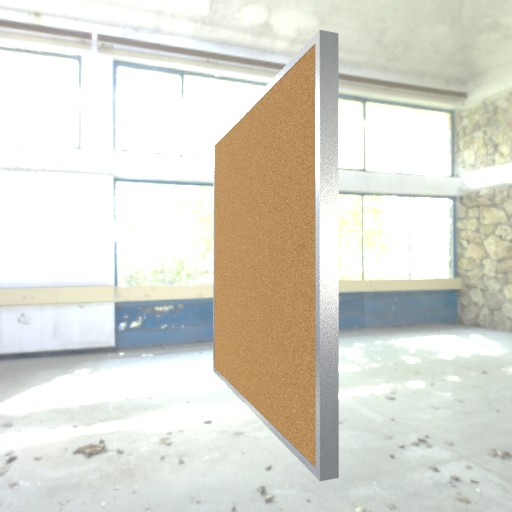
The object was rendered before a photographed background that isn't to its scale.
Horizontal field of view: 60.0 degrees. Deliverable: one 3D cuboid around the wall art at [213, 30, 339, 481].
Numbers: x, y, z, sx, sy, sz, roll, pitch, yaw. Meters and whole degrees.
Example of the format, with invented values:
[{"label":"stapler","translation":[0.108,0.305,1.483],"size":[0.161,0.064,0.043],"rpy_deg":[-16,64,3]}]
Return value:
[{"label":"wall art","translation":[0.000,0.000,1.179],"size":[0.038,0.806,0.806],"rpy_deg":[0,0,-19]}]
